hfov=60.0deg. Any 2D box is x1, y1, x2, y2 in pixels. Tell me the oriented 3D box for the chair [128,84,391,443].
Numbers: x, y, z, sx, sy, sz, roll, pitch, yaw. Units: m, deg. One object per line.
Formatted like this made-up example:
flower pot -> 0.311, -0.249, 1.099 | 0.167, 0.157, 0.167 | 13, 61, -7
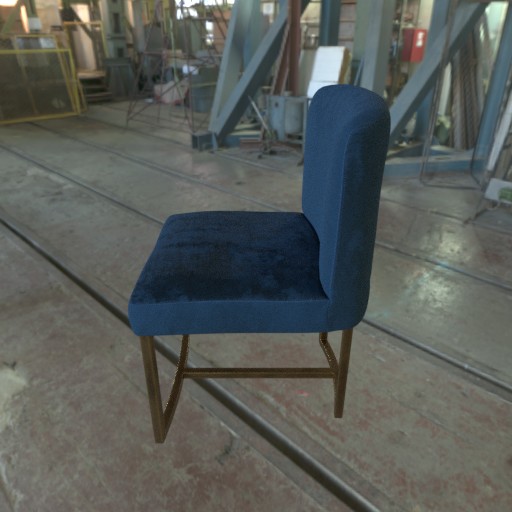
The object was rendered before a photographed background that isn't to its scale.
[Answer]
chair -> 0.000, 0.000, 1.168 | 0.560, 0.824, 0.530 | 0, 27, 0
